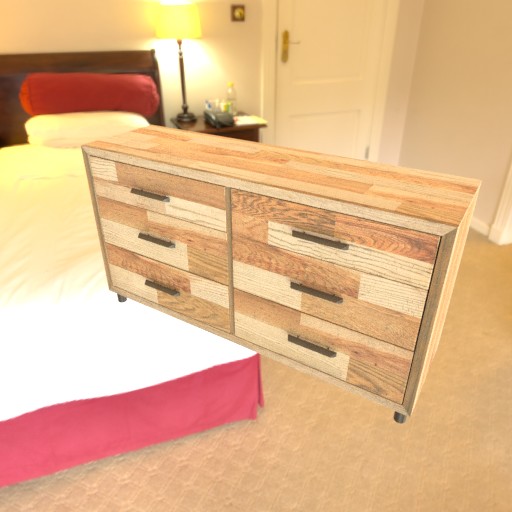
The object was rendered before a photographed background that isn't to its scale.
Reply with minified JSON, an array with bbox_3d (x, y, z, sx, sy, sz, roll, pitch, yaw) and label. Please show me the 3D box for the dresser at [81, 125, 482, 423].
[{"bbox_3d":[0.000,0.000,1.920,1.547,0.834,0.487,17,34,27],"label":"dresser"}]
